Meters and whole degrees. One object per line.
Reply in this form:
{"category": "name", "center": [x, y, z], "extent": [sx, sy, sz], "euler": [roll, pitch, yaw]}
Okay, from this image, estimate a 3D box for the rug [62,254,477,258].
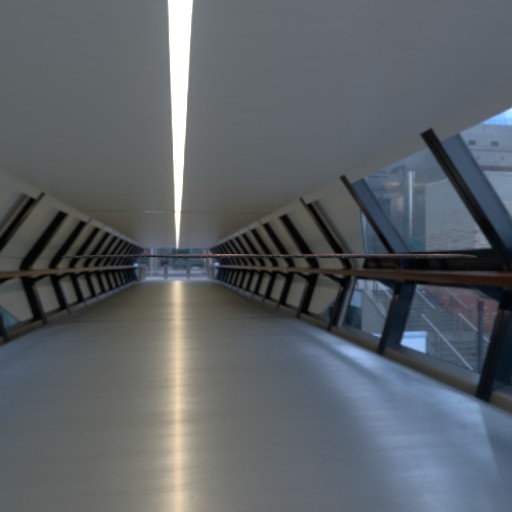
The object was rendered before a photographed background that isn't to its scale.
{"category": "rug", "center": [0.000, 0.000, 3.601], "extent": [3.032, 0.034, 1.522], "euler": [0, 0, 34]}
